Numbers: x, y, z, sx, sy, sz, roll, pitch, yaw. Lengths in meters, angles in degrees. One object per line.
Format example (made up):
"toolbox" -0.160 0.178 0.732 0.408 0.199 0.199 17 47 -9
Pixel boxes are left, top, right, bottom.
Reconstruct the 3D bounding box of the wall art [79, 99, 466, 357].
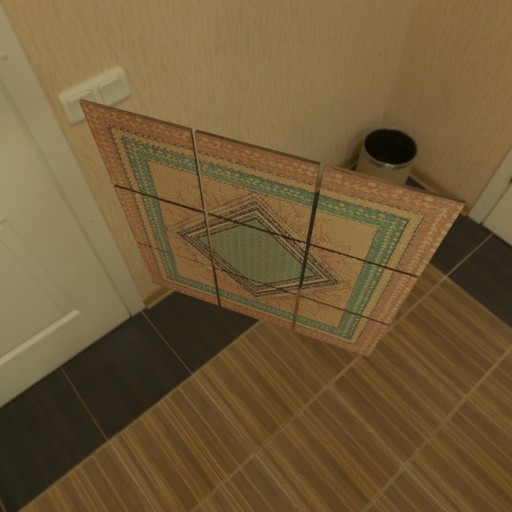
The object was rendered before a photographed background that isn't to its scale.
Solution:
"wall art" 0.000 0.000 1.830 1.215 1.213 0.013 17 59 11
